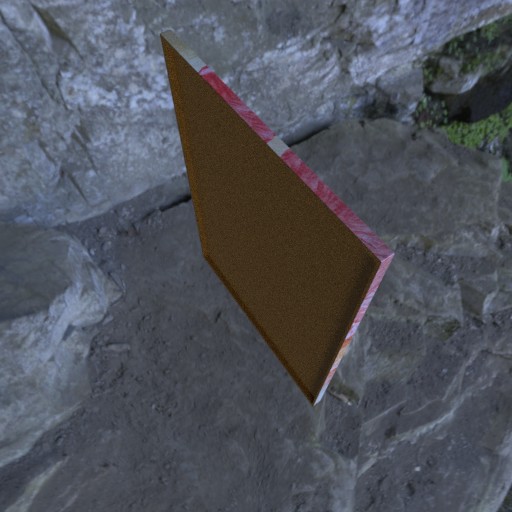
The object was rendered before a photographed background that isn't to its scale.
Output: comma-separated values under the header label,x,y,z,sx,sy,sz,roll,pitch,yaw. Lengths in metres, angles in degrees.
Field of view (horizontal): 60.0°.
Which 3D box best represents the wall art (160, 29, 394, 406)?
label,x,y,z,sx,sy,sz,roll,pitch,yaw
wall art,0.000,0.000,1.318,0.031,1.015,0.762,-30,63,-17
